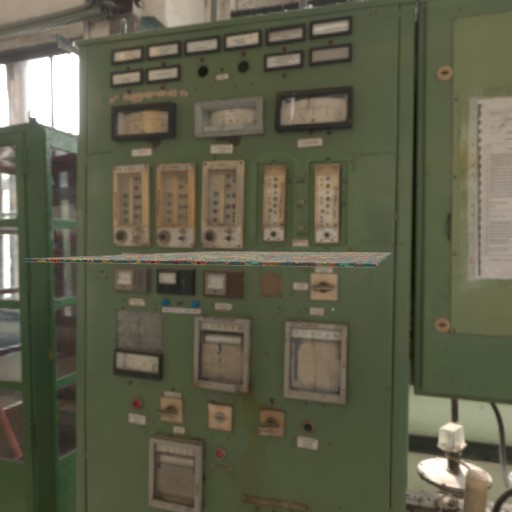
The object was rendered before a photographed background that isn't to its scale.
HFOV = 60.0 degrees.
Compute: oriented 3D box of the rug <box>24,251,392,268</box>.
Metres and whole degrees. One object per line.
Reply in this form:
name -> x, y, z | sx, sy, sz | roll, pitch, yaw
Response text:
rug -> 0.000, 0.000, 4.288 | 2.434, 0.025, 3.204 | 1, 2, 18
